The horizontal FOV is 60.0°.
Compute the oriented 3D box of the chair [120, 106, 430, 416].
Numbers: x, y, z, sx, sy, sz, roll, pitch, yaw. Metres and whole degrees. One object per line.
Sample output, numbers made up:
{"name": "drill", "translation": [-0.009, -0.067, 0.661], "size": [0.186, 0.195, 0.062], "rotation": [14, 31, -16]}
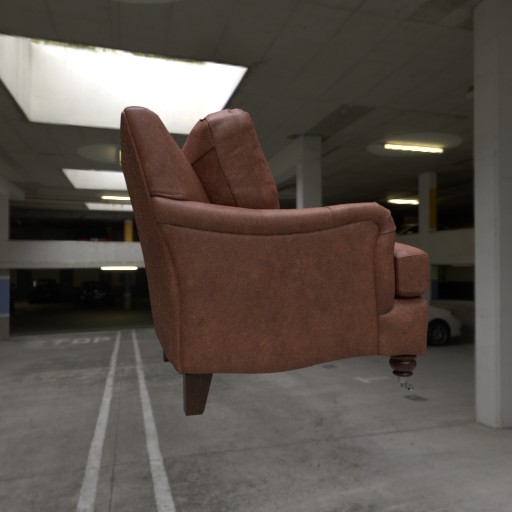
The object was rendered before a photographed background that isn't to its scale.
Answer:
{"name": "chair", "translation": [0.000, 0.000, 1.969], "size": [1.158, 1.055, 0.986], "rotation": [0, -1, -17]}
